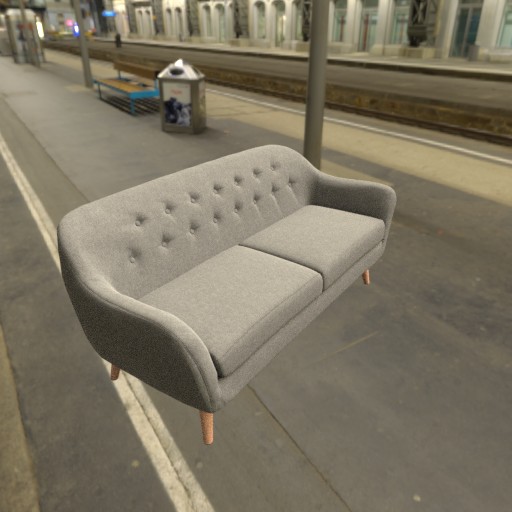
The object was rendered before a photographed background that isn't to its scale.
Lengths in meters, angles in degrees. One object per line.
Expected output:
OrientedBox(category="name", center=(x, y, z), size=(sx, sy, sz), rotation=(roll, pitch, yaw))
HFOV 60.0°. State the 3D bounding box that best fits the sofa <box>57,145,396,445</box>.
OrientedBox(category="sofa", center=(0.000, 0.000, 2.281), size=(0.820, 0.820, 1.840), rotation=(19, 33, 32))
